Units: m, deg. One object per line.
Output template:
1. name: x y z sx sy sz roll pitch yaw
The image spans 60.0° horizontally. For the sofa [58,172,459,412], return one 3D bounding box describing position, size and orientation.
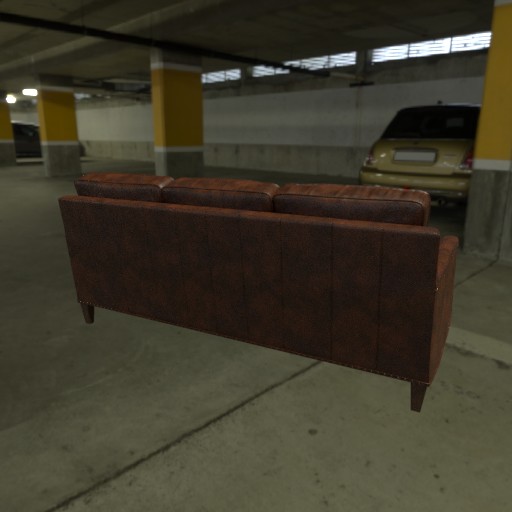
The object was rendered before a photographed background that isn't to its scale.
1. sofa: 0.000 0.000 2.735 2.240 1.003 1.084 8 17 27
